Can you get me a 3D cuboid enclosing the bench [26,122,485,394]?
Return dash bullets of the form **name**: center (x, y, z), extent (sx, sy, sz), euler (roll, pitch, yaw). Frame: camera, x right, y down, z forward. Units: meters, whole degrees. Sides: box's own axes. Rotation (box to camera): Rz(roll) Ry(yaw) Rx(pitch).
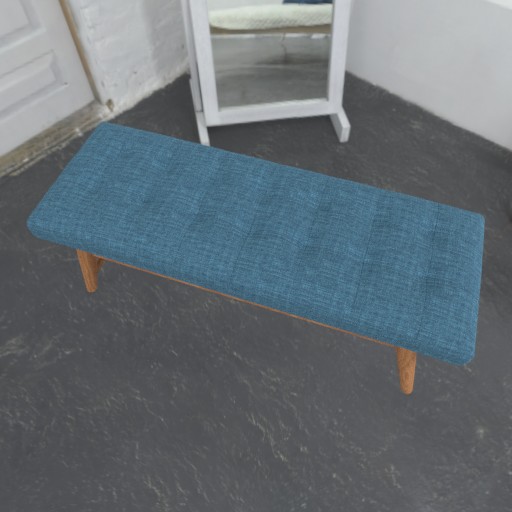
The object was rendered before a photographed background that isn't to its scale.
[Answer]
- **bench**: center (0.000, 0.000, 1.282), extent (1.118, 0.432, 0.406), euler (16, 59, 10)
